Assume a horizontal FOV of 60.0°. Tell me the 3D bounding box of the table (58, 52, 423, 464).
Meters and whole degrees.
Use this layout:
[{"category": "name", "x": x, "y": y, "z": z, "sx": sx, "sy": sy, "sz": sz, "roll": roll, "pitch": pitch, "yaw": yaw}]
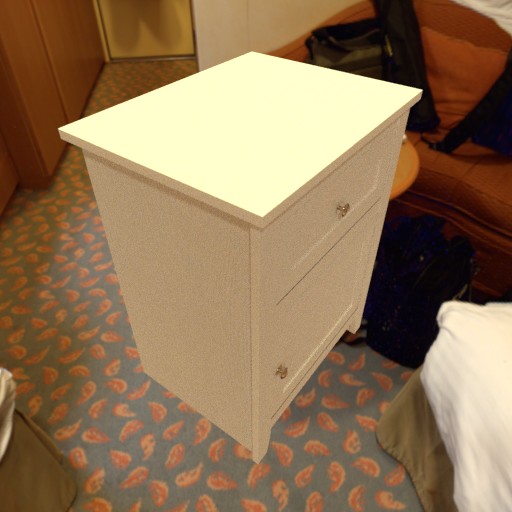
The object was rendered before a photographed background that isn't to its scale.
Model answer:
[{"category": "table", "x": 0.000, "y": 0.000, "z": 0.928, "sx": 0.381, "sy": 0.635, "sz": 0.480, "roll": 26, "pitch": 47, "yaw": 27}]
